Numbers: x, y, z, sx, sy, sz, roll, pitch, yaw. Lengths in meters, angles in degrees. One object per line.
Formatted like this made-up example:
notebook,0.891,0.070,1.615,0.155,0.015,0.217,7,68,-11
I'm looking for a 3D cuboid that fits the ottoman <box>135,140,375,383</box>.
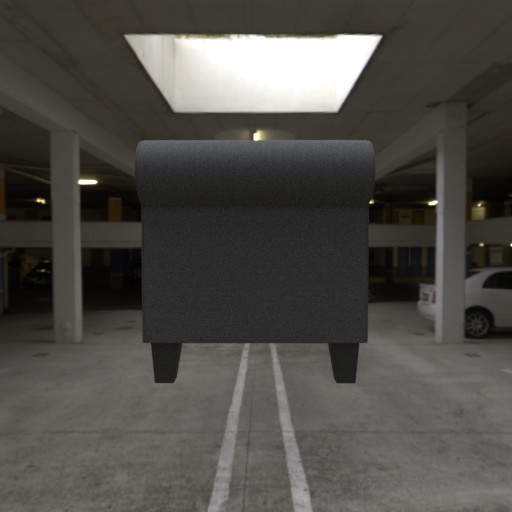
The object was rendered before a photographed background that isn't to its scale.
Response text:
ottoman,0.000,0.000,1.553,0.521,0.547,1.256,0,2,0
